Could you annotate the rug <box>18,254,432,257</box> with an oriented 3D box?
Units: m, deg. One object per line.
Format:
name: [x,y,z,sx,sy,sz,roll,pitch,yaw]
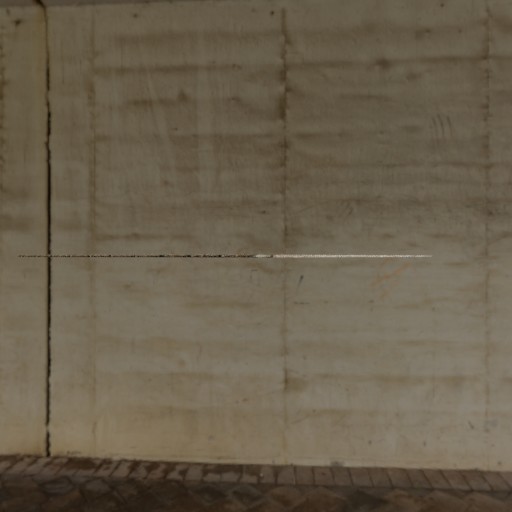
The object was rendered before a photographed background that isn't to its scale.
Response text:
rug: [0.000,0.000,2.216,1.278,0.009,1.726,0,0,36]
